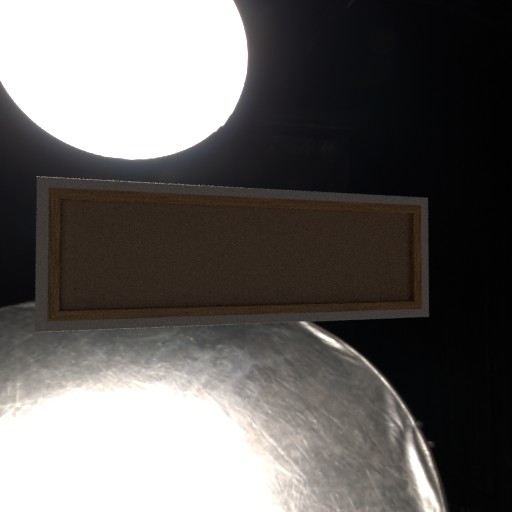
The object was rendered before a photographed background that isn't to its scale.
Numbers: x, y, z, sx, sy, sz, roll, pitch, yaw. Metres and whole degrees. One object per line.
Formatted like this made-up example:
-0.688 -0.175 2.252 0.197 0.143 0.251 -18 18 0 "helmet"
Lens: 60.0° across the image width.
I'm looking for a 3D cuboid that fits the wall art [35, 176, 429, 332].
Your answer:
0.000 0.000 0.853 0.763 0.255 0.038 0 -1 -17 "wall art"
